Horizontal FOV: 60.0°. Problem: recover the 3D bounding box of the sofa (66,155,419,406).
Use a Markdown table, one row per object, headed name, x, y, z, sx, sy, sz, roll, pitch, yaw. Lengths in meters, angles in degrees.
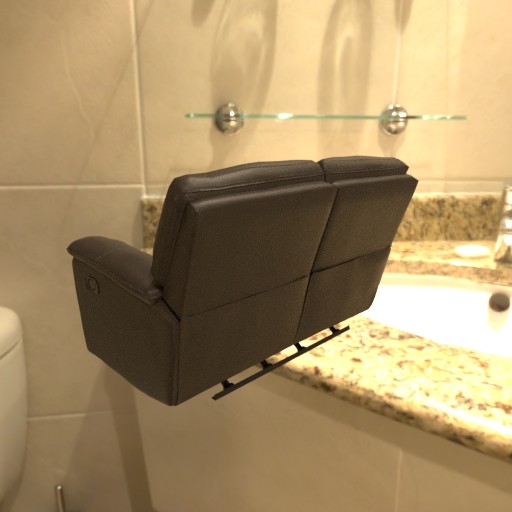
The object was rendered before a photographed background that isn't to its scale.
| name | x | y | z | sx | sy | sz | roll | pitch | yaw |
| --- | --- | --- | --- | --- | --- | --- | --- | --- | --- |
| sofa | 0.000 | 0.000 | 2.503 | 1.765 | 1.111 | 1.104 | -15 | 21 | -43 |
